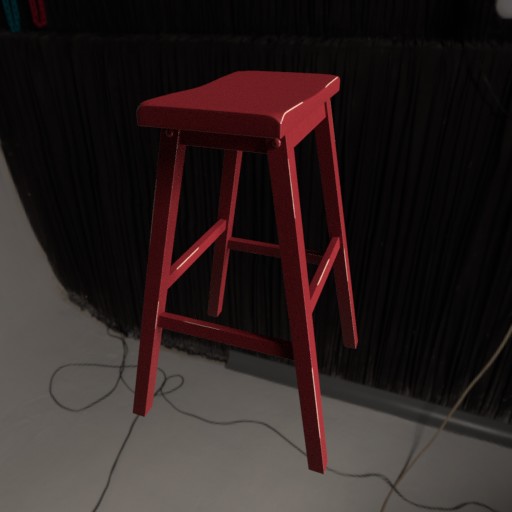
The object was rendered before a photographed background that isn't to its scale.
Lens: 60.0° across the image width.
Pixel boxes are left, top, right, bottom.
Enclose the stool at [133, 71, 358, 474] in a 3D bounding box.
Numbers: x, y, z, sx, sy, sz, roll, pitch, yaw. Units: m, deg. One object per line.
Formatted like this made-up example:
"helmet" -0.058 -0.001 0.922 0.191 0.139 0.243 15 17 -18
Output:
"stool" 0.000 0.000 1.020 0.476 0.737 0.457 10 31 17
